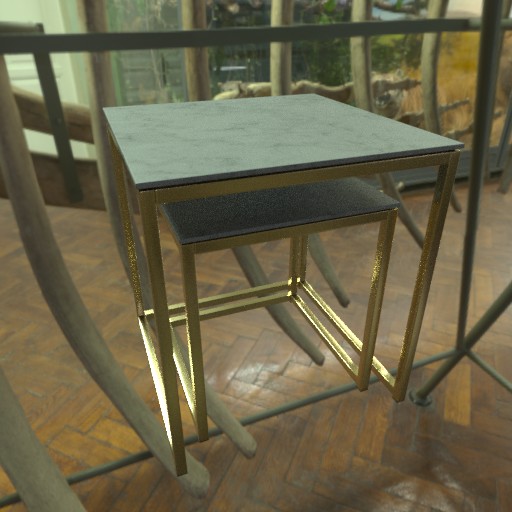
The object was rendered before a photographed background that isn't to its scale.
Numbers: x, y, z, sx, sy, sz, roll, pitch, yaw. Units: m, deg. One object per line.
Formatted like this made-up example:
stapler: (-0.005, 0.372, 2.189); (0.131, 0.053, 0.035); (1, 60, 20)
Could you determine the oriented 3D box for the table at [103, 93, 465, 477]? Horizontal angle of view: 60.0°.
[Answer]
table: (0.000, 0.000, 0.849); (0.450, 0.500, 0.450); (-11, 31, -18)
